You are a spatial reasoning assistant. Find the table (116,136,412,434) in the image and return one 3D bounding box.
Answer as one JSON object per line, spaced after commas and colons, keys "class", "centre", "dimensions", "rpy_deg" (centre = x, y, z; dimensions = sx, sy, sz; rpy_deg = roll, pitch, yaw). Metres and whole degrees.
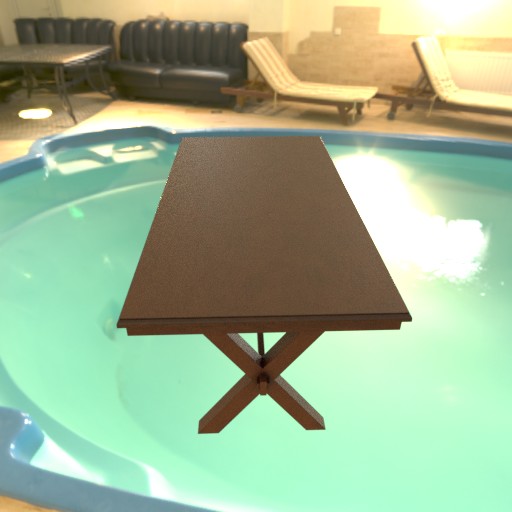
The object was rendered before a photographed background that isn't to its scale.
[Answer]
{"class": "table", "centre": [0.000, 0.000, 1.512], "dimensions": [0.594, 0.459, 1.197], "rpy_deg": [-1, 32, -2]}
